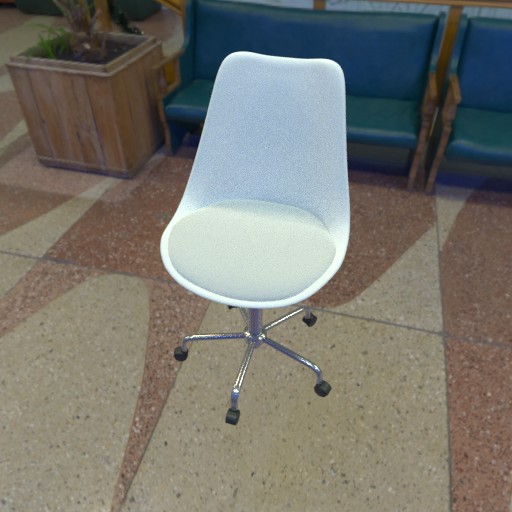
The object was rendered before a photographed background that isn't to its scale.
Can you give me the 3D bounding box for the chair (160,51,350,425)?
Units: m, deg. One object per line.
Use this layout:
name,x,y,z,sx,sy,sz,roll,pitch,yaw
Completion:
chair,0.000,0.000,1.250,0.550,0.930,0.550,11,42,13
